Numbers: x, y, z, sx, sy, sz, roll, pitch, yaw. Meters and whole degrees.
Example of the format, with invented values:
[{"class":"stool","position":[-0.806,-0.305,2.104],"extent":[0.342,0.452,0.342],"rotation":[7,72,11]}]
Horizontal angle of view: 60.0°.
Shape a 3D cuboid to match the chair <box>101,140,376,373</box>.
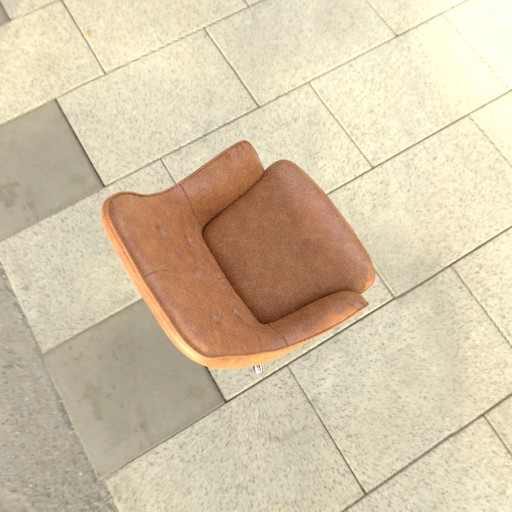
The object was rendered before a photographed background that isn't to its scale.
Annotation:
[{"class":"chair","position":[0.000,0.000,1.364],"extent":[0.615,0.909,0.628],"rotation":[-32,76,-9]}]
